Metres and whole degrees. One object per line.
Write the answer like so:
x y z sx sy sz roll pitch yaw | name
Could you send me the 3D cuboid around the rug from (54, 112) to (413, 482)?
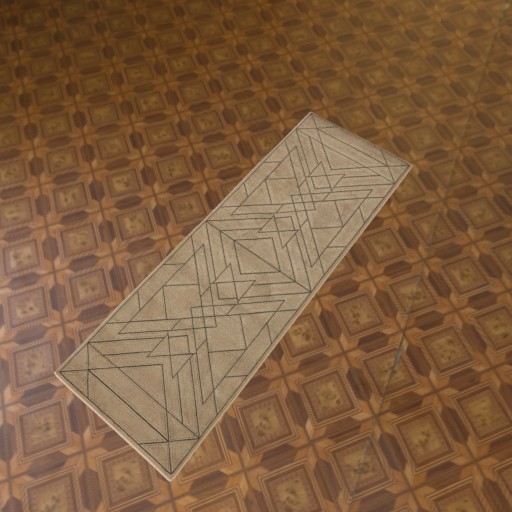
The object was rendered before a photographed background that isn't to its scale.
0.000 0.000 2.627 0.831 0.036 2.381 34 66 17 | rug
